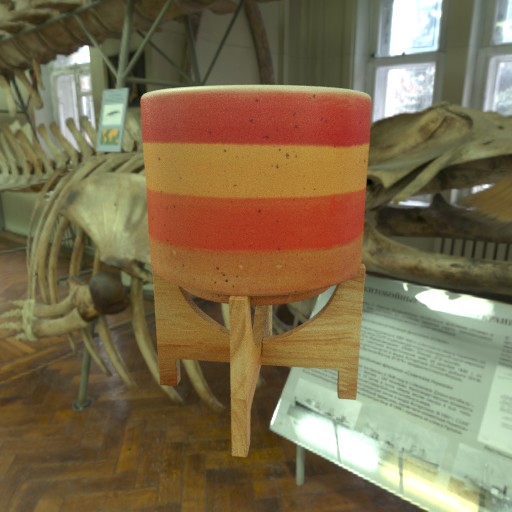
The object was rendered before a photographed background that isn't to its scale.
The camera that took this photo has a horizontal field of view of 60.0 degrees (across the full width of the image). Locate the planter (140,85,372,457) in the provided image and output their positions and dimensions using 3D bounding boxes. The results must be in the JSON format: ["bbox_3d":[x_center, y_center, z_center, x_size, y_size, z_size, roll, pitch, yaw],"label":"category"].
[{"bbox_3d":[0.000,0.000,0.558,0.269,0.379,0.269,0,15,0],"label":"planter"}]
